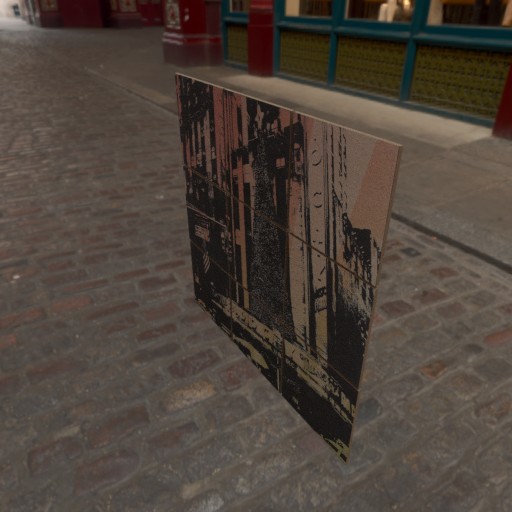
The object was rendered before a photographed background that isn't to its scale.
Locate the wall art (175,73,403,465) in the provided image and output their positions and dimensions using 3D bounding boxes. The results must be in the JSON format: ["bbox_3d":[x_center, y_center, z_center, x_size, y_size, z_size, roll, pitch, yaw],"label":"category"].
[{"bbox_3d":[0.000,0.000,2.226,0.017,1.521,1.527,-19,36,-29],"label":"wall art"}]
